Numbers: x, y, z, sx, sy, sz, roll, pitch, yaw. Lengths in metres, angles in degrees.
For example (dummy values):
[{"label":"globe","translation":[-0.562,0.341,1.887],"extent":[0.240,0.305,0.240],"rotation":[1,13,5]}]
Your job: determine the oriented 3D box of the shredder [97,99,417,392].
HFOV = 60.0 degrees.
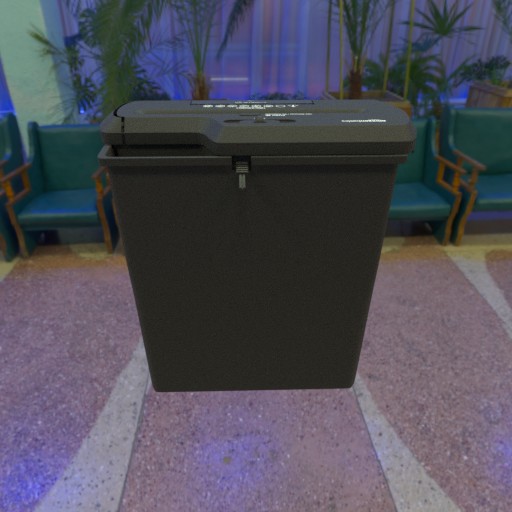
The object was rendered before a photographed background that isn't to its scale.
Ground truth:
[{"label":"shredder","translation":[0.000,0.000,0.519],"extent":[0.320,0.335,0.170],"rotation":[-1,30,-1]}]
